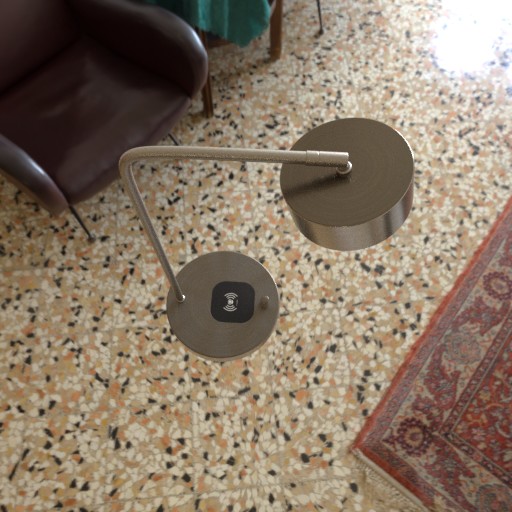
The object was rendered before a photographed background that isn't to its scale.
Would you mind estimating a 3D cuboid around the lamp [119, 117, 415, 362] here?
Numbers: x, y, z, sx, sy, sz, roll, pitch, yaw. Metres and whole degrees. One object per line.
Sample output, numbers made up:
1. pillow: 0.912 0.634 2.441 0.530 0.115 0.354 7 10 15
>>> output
1. lamp: 0.000 0.000 0.639 0.334 0.469 0.211 3 64 2
